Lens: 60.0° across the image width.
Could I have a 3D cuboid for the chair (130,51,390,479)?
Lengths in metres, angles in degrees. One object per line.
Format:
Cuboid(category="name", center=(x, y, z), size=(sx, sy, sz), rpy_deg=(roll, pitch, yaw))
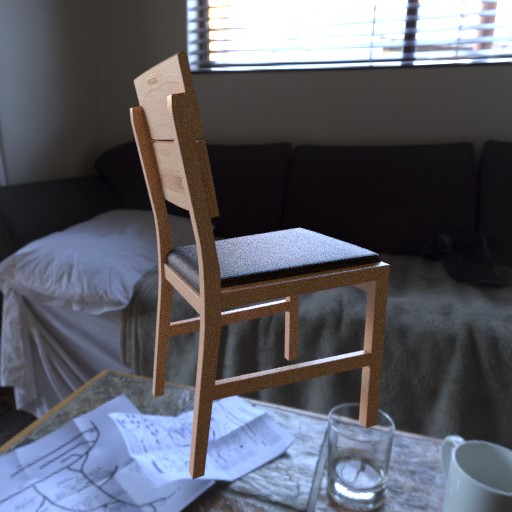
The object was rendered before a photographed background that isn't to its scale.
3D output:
Cuboid(category="chair", center=(0.000, 0.000, 1.241), size=(0.560, 0.950, 0.475), rpy_deg=(-7, 16, -25))
